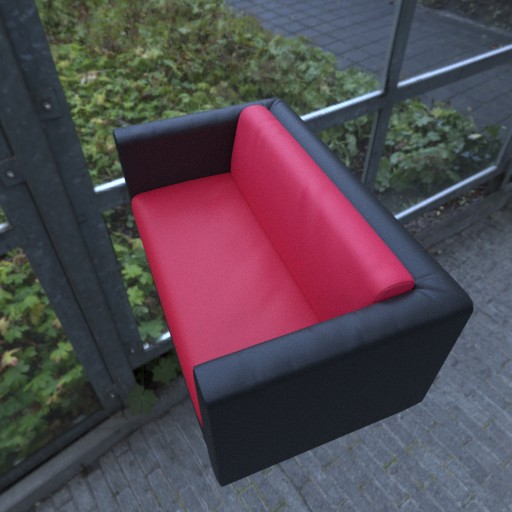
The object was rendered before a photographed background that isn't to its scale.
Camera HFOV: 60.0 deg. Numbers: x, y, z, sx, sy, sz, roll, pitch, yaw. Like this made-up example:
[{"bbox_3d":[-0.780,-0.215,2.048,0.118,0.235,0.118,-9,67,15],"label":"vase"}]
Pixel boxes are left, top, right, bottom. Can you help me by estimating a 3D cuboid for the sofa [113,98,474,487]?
[{"bbox_3d":[0.000,0.000,1.849,0.845,0.735,1.410,-16,48,-15],"label":"sofa"}]
